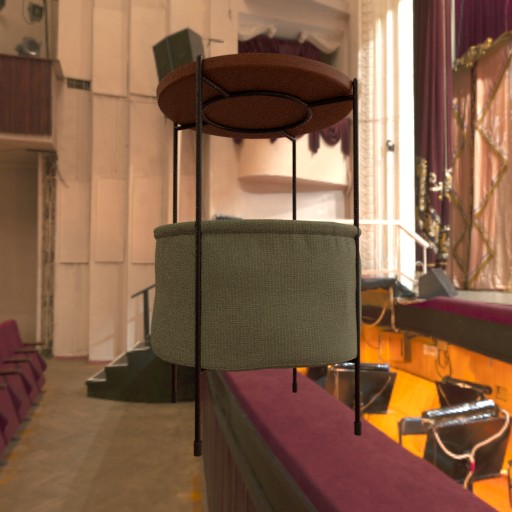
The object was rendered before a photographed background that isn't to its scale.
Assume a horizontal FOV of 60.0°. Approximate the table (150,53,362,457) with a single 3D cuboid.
[{"bbox_3d":[0.000,0.000,0.867,0.400,0.623,0.400,1,-2,-18],"label":"table"}]
